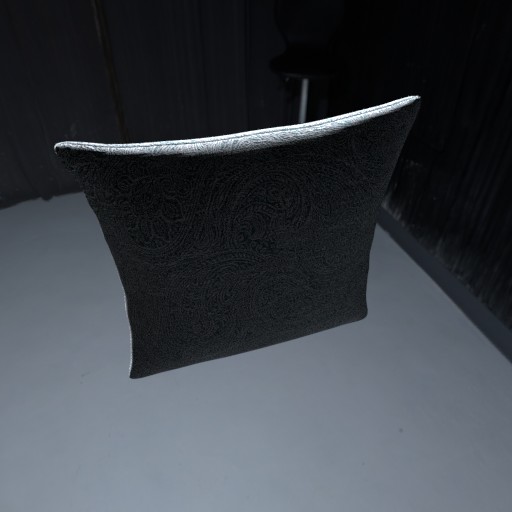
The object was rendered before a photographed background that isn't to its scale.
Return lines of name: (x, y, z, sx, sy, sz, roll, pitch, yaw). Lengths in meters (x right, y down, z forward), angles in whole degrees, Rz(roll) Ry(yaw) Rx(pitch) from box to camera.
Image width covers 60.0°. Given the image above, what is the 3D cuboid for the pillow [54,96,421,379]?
pillow: (0.000, 0.000, 0.773, 0.526, 0.507, 0.166, -12, 42, -14)
